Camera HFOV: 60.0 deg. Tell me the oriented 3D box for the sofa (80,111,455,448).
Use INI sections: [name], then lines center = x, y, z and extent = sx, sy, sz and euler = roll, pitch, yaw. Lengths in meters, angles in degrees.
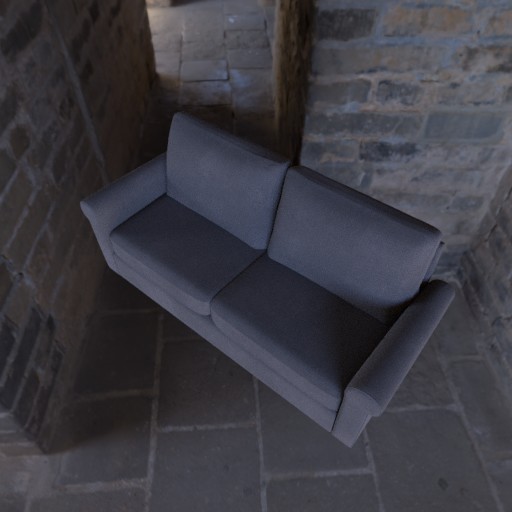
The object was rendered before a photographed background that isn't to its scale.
[sofa]
center = 0.000, 0.000, 2.437
extent = 1.935, 0.942, 0.842
euler = 31, 55, 25
